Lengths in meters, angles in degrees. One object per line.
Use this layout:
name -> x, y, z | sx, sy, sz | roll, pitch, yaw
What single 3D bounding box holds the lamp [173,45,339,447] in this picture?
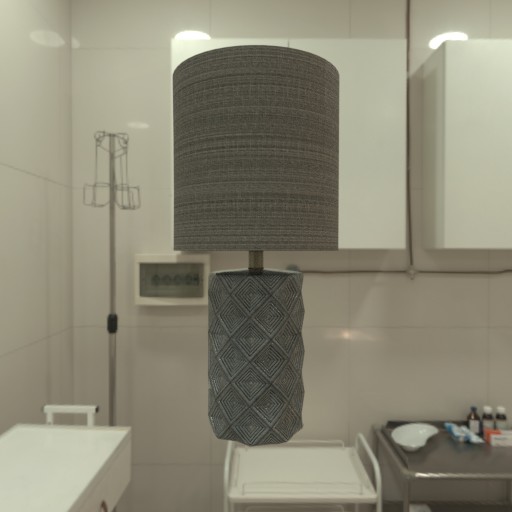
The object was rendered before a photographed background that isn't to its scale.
lamp -> 0.000, 0.000, 0.728 | 0.269, 0.566, 0.268 | 0, 1, 0
